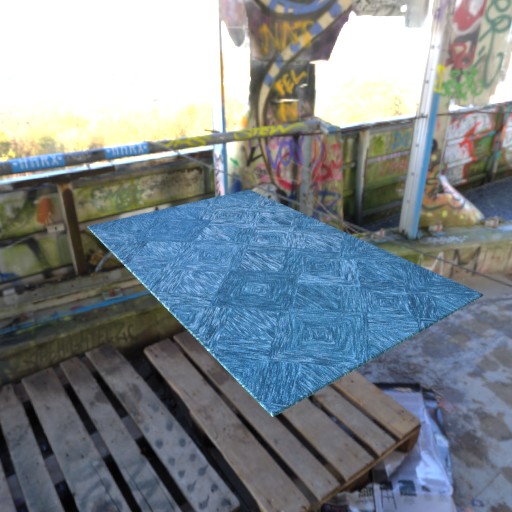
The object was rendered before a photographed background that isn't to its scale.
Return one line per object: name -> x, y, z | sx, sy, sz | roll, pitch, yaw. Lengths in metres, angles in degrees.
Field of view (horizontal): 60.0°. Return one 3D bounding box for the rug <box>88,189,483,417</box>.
rug -> 0.000, 0.000, 2.905 | 1.490, 0.015, 2.277 | -18, 32, -32
